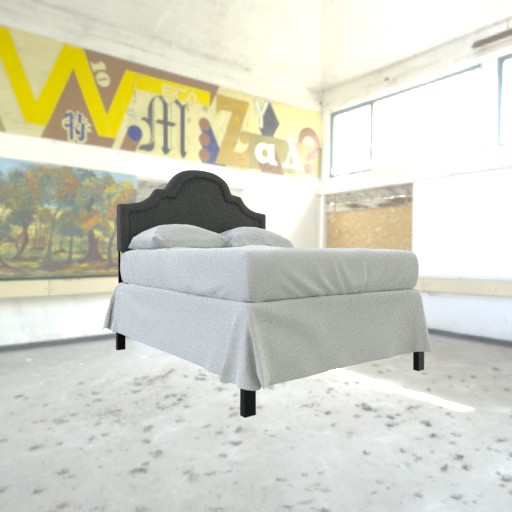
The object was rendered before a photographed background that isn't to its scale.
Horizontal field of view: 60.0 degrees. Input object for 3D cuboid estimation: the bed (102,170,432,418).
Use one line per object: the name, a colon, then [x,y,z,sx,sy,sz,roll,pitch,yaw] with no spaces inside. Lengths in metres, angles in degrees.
bed: [0.000,0.000,3.532,1.780,1.634,2.222,0,1,-36]
